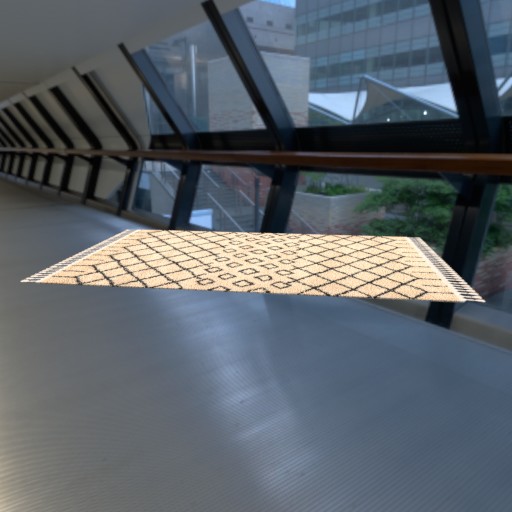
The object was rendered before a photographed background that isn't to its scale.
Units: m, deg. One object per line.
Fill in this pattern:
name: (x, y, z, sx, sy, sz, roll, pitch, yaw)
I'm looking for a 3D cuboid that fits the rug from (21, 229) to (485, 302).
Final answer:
rug: (0.000, 0.000, 2.457, 2.006, 0.008, 1.196, 2, 15, 7)
